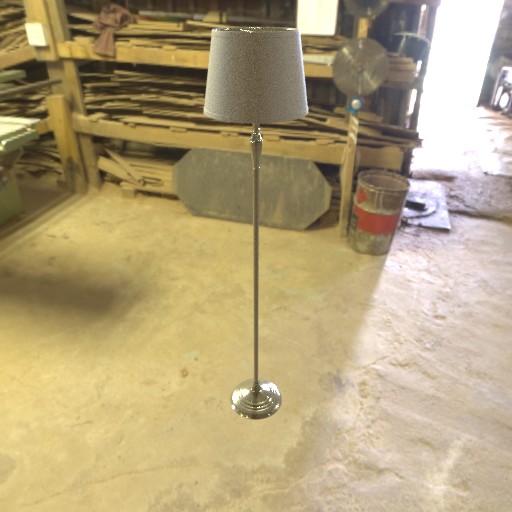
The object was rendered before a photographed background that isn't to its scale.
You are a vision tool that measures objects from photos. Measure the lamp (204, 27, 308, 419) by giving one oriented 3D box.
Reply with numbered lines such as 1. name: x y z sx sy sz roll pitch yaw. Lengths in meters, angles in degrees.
1. lamp: 0.000 0.000 1.652 0.327 1.506 0.327 10 31 17
